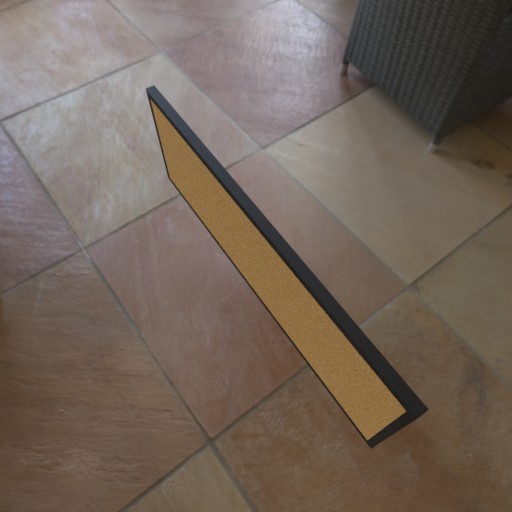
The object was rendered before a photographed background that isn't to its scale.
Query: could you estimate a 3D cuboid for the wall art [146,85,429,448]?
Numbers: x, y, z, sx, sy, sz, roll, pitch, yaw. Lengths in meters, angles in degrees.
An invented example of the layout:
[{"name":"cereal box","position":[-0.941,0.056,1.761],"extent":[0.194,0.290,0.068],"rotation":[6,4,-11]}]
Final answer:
[{"name":"wall art","position":[0.000,0.000,1.737],"extent":[0.041,0.554,1.572],"rotation":[-30,63,-17]}]
